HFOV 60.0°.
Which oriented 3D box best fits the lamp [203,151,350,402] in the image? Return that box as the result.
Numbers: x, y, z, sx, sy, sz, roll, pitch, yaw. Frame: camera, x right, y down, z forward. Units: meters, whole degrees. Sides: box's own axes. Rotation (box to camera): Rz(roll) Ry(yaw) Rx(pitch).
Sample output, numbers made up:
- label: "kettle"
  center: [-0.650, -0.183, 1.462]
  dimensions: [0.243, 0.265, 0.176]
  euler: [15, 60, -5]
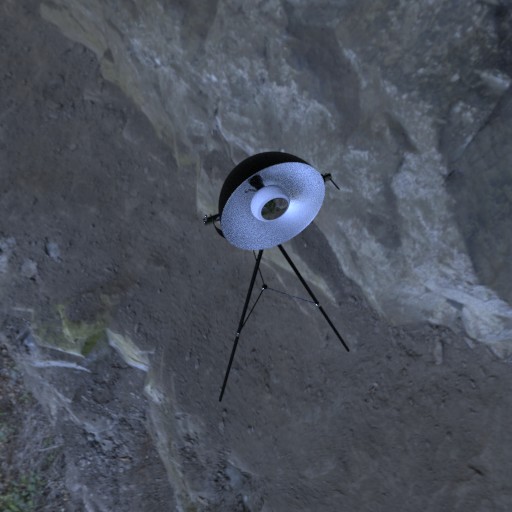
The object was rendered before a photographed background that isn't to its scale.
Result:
- label: "lamp"
  center: [0.000, 0.000, 2.068]
  dimensions: [0.817, 1.512, 0.920]
  euler: [-21, 66, -10]
